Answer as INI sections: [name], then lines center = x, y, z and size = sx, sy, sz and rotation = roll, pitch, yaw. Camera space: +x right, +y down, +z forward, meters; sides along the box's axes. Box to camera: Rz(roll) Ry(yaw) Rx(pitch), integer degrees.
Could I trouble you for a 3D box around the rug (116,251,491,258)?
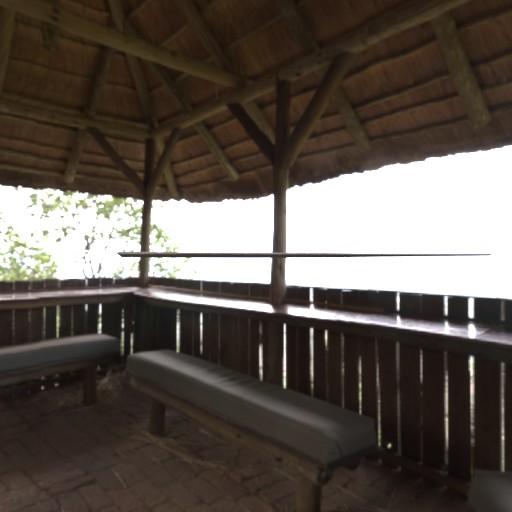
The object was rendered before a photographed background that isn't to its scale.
[rug]
center = 0.000, 0.000, 4.103
size = 2.410, 0.021, 3.055
rotation = 0, -1, -16
